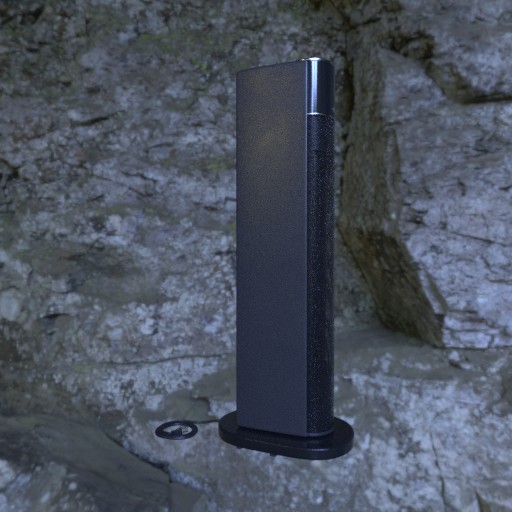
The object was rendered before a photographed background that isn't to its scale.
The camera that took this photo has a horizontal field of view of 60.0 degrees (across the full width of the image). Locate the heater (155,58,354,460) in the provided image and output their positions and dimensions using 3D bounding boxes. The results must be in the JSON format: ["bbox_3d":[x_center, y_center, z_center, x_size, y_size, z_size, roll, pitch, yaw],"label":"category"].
[{"bbox_3d":[0.000,0.000,1.050,0.458,0.856,0.214,0,1,19],"label":"heater"}]
